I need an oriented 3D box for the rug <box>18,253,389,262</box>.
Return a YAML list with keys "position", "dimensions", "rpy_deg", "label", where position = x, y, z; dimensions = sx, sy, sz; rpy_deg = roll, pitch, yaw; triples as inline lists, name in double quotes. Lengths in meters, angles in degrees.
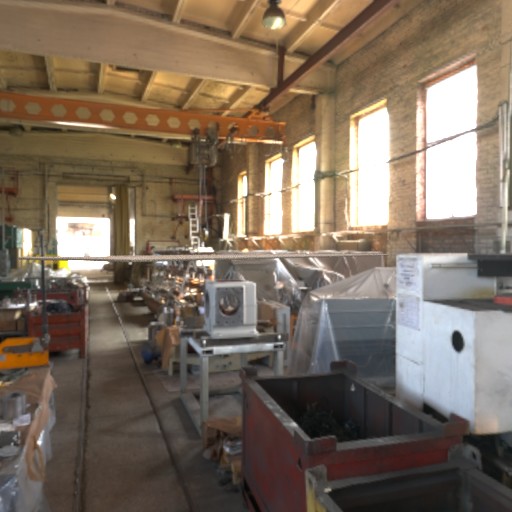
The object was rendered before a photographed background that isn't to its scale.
- position: [0.000, 0.000, 2.673]
  dimensions: [0.769, 0.012, 2.448]
  rpy_deg: [1, 1, 36]
  label: "rug"
